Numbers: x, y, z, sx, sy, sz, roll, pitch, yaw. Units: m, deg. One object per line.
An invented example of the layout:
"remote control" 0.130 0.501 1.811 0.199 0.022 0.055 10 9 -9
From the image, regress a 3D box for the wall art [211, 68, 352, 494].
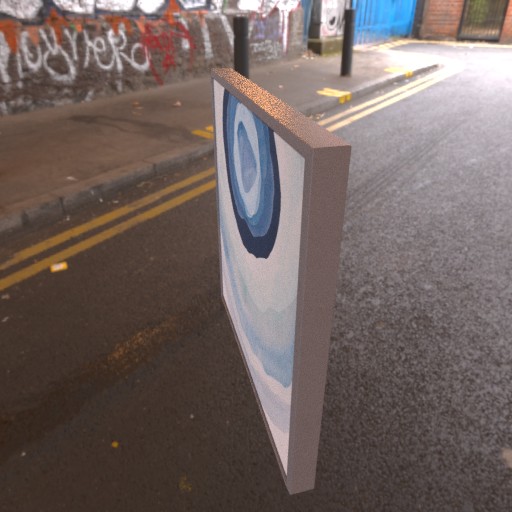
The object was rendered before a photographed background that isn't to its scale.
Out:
"wall art" 0.000 0.000 0.499 0.028 0.349 0.349 -8 31 -13
